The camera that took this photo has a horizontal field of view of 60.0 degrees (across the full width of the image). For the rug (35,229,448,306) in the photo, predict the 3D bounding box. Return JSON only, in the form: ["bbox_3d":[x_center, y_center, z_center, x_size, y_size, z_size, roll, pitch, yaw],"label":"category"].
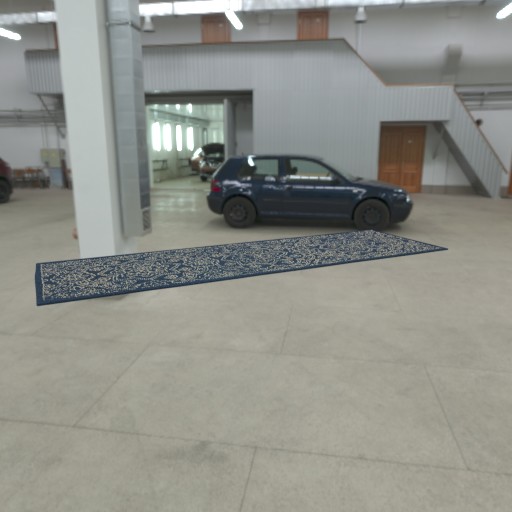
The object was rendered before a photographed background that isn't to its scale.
[{"bbox_3d":[0.000,0.000,2.726,2.448,0.012,0.769,-7,15,-25],"label":"rug"}]
